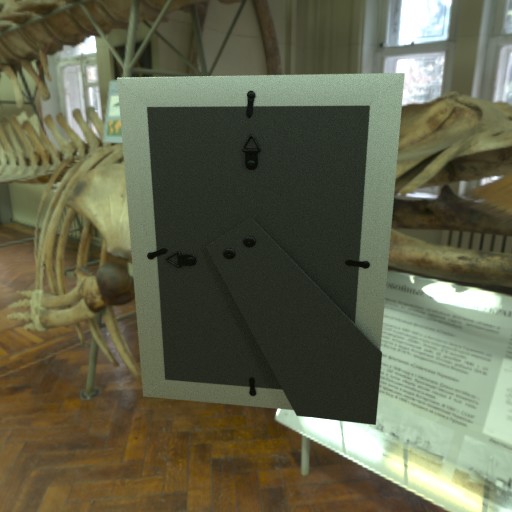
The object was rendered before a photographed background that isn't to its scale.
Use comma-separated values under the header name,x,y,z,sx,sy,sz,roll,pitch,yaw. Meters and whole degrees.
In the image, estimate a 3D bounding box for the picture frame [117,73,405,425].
name,x,y,z,sx,sy,sz,roll,pitch,yaw
picture frame,0.000,0.000,0.275,0.157,0.208,0.028,2,17,8
